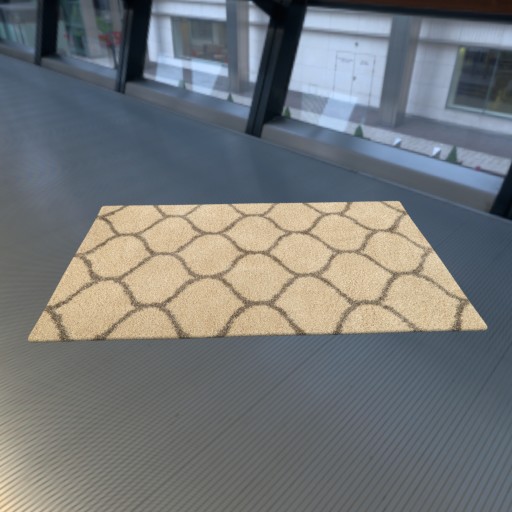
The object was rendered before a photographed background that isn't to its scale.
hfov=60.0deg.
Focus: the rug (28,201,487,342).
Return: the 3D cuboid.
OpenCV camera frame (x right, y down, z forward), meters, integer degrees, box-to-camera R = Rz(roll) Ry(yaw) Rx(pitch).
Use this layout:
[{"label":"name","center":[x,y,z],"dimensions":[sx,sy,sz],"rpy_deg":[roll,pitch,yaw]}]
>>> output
[{"label":"rug","center":[0.000,0.000,2.876],"dimensions":[2.348,0.024,1.501],"rpy_deg":[-1,33,-2]}]
